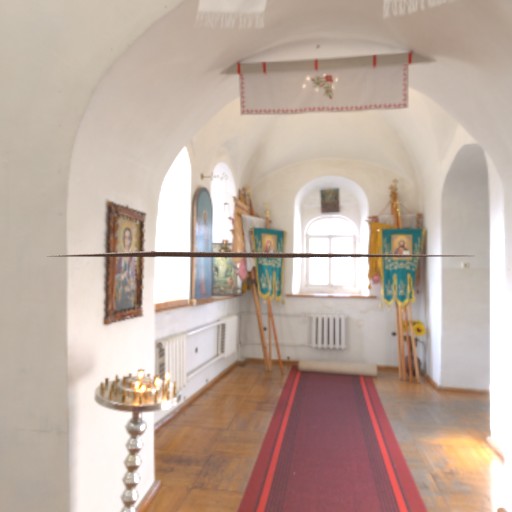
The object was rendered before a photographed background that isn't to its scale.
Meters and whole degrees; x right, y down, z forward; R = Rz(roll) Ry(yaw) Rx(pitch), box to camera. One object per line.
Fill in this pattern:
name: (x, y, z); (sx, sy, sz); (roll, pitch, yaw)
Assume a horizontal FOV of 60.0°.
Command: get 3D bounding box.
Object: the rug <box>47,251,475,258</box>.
rug: (0.000, 0.000, 4.038); (3.046, 0.008, 2.442); (0, -1, -36)
